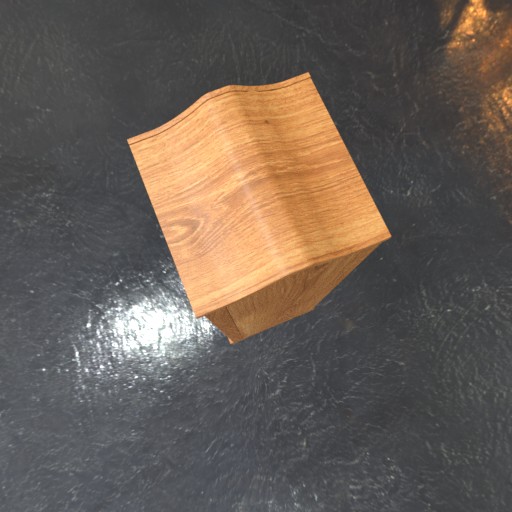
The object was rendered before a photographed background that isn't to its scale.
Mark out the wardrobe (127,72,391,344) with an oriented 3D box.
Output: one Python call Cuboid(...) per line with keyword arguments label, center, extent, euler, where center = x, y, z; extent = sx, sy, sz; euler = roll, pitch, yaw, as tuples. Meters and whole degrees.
Cuboid(label="wardrobe", center=(0.000, 0.000, 2.109), extent=(0.590, 1.870, 0.570), euler=(-22, 77, -5))
